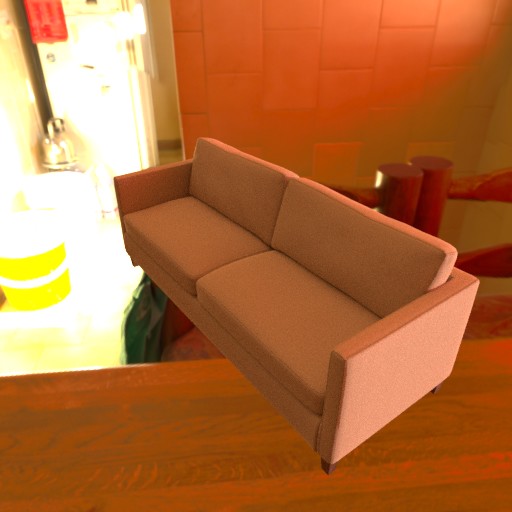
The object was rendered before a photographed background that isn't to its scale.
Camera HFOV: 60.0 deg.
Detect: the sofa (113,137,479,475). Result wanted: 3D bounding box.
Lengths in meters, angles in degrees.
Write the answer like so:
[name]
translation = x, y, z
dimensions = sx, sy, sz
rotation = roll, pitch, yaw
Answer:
[sofa]
translation = 0.000, 0.000, 2.807
dimensions = 0.951, 0.968, 2.361
rotation = -21, 37, -31
